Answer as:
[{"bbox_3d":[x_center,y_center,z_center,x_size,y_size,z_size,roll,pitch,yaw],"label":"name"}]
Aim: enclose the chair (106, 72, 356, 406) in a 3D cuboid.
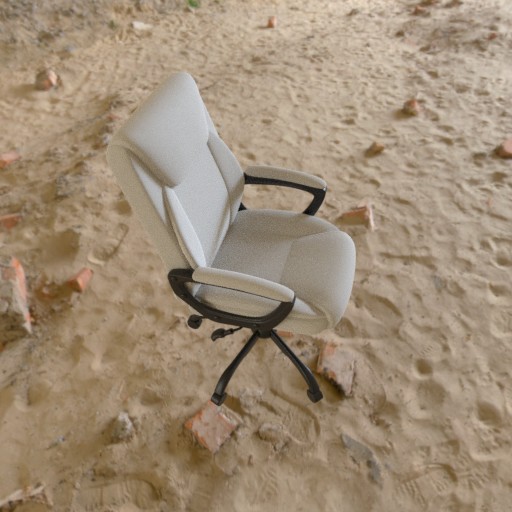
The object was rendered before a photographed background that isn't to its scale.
[{"bbox_3d":[0.000,0.000,1.508,0.669,1.065,0.663,12,48,11],"label":"chair"}]
